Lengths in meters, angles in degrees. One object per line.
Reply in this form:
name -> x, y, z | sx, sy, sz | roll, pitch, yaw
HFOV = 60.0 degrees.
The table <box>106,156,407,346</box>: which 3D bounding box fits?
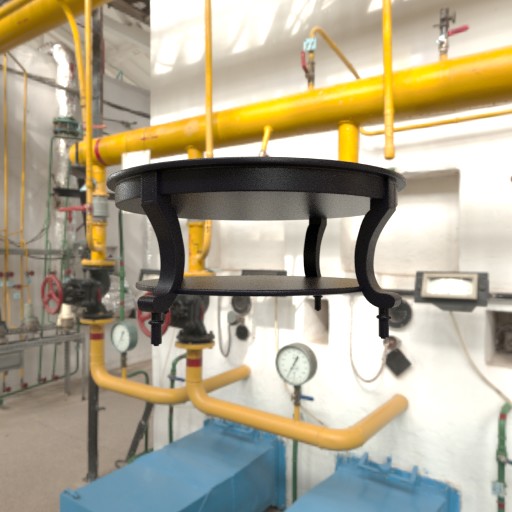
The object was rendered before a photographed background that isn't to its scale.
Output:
table -> 0.000, 0.000, 1.597 | 1.029, 0.491, 1.029 | 0, 0, 0
